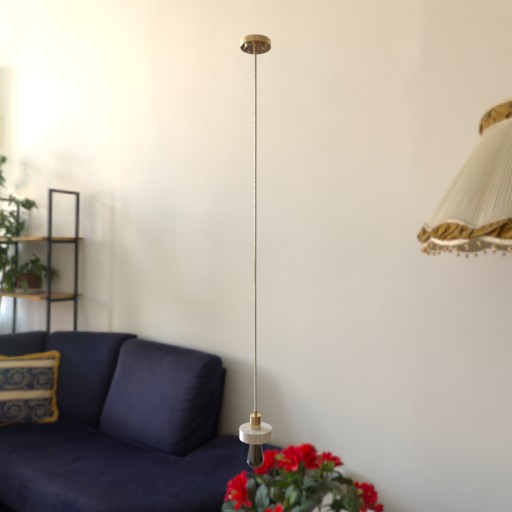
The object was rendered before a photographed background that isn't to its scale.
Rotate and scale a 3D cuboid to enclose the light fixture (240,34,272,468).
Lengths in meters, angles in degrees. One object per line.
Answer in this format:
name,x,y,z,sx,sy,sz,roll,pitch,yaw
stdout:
light fixture,0.000,0.000,1.735,0.129,1.669,0.129,0,1,0
